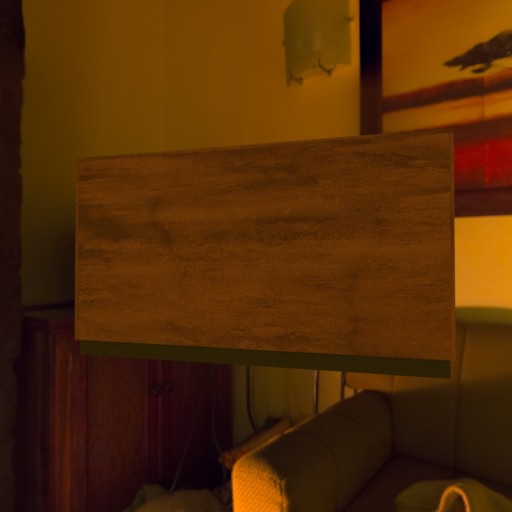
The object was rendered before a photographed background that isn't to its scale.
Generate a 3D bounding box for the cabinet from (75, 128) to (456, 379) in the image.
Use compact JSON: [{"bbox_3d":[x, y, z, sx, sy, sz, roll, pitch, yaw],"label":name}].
[{"bbox_3d":[0.000,0.000,2.006,1.600,0.900,0.420,0,-1,16],"label":"cabinet"}]
